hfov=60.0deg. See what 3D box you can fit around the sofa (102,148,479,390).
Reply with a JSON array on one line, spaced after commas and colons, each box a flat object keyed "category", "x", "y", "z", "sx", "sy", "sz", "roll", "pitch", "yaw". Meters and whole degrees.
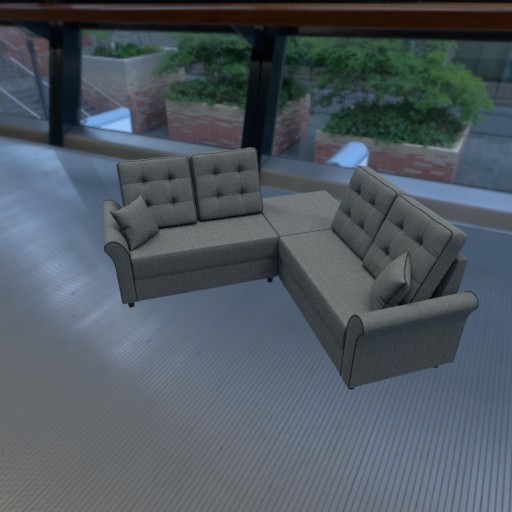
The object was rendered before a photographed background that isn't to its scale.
[{"category": "sofa", "x": 0.000, "y": 0.000, "z": 3.197, "sx": 2.068, "sy": 0.988, "sz": 2.070, "roll": -9, "pitch": 33, "yaw": -15}]
